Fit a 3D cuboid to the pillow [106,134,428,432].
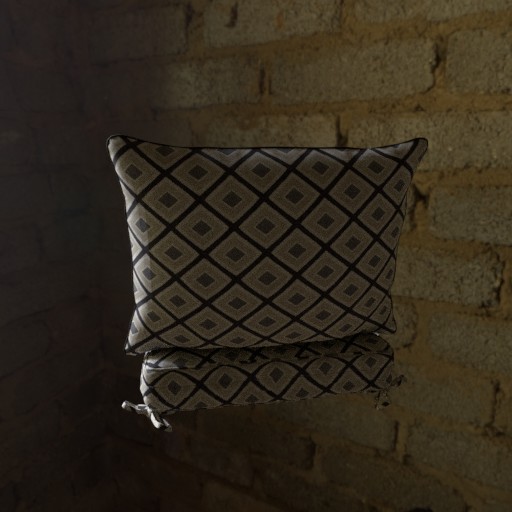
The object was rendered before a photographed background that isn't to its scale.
[{"bbox_3d":[0.000,0.000,1.384,0.798,0.722,0.733,-3,15,-10],"label":"pillow"}]
